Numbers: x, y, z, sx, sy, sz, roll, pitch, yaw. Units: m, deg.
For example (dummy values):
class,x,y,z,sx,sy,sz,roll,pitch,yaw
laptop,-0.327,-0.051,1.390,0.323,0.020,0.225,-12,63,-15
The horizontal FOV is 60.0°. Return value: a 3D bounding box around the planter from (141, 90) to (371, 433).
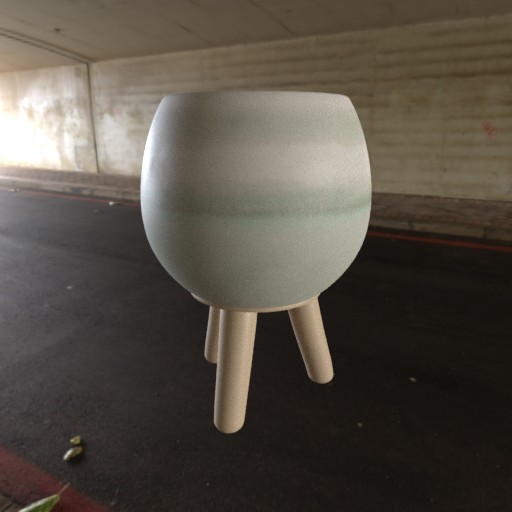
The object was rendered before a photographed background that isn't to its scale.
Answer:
class,x,y,z,sx,sy,sz,roll,pitch,yaw
planter,0.000,0.000,0.332,0.161,0.224,0.161,0,16,0
